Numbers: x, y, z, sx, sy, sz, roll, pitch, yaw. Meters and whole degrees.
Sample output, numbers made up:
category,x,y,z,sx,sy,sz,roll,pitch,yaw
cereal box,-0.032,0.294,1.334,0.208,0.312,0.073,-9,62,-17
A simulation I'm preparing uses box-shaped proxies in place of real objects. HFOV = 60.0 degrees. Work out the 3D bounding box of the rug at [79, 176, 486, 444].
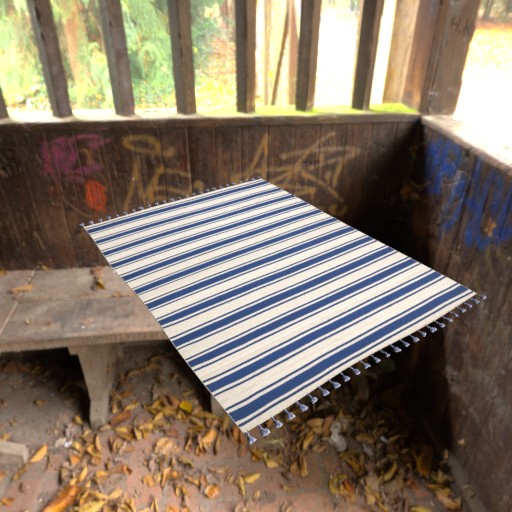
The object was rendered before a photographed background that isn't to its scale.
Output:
category,x,y,z,sx,sy,sz,roll,pitch,yaw
rug,0.000,0.000,4.374,2.471,0.016,3.416,-20,37,-29
